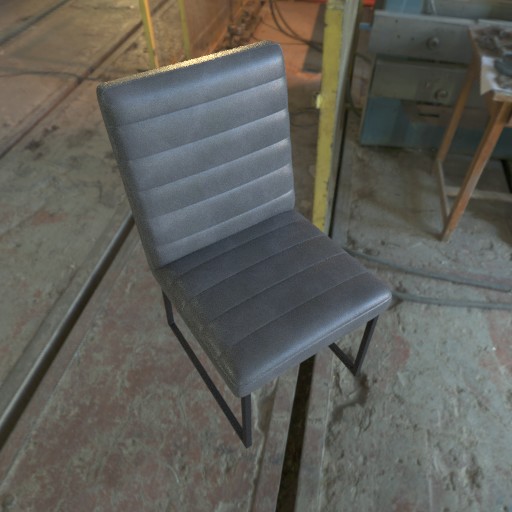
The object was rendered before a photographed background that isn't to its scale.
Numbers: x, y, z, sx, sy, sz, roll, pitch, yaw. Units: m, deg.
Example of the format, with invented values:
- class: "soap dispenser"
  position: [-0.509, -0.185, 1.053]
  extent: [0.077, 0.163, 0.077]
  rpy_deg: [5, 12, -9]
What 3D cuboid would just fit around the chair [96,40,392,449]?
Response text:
- class: "chair"
  position: [0.000, 0.000, 1.281]
  extent: [0.520, 0.930, 0.634]
  rpy_deg: [-26, 52, -22]
